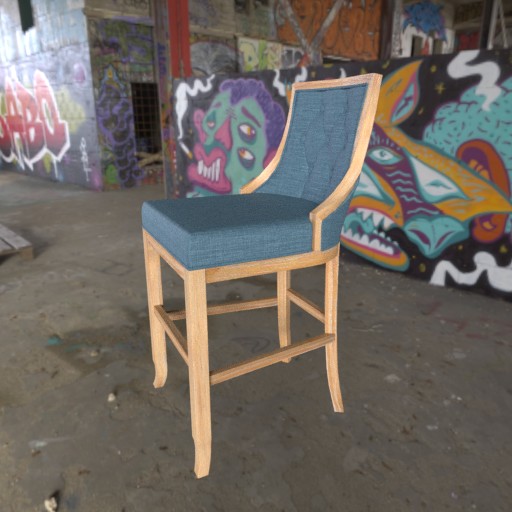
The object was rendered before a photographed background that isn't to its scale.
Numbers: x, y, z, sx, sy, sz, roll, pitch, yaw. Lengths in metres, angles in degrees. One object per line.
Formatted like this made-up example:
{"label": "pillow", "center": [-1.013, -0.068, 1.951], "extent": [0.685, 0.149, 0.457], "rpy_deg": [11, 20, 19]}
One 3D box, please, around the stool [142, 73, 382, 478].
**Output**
{"label": "stool", "center": [0.000, 0.000, 1.454], "extent": [0.626, 1.101, 0.524], "rpy_deg": [-8, 19, -25]}
